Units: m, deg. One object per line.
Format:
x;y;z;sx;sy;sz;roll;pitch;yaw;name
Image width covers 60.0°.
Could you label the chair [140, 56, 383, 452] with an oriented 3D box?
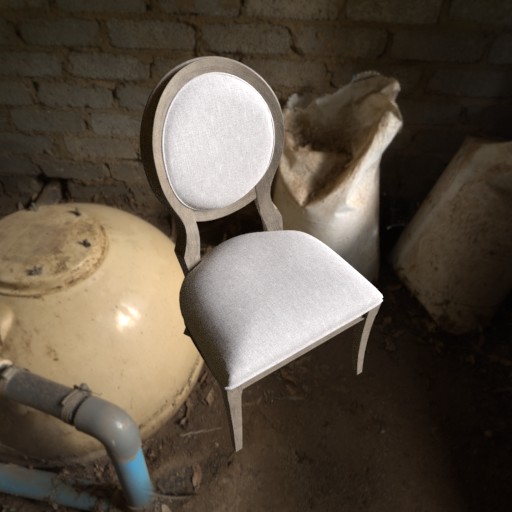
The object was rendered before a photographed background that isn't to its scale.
0.000;0.000;1.337;0.558;0.990;0.602;-25;51;-22;chair
